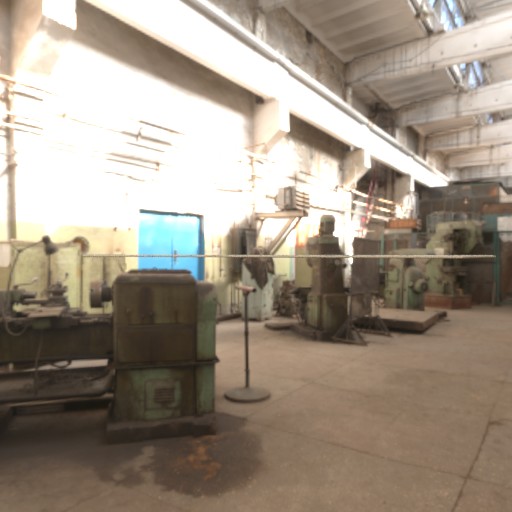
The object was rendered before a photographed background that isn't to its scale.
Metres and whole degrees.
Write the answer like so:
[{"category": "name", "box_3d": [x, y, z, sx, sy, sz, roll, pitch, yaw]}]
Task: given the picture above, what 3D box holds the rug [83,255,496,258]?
[{"category": "rug", "box_3d": [0.000, 0.000, 2.380, 2.196, 0.011, 0.662, 0, 0, 36]}]
